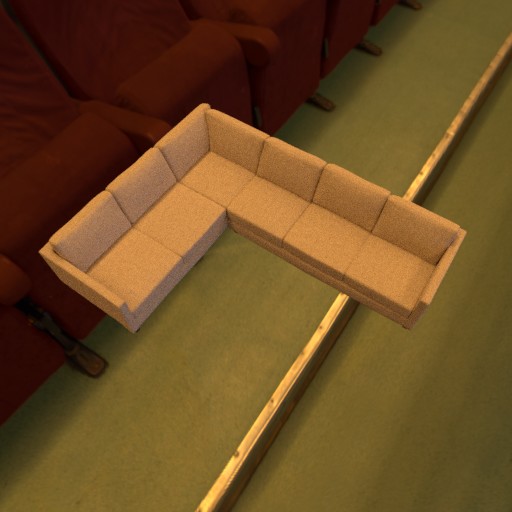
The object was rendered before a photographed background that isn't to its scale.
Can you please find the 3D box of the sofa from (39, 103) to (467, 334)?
[{"bbox_3d":[0.000,0.000,4.307,3.182,0.863,2.432,30,63,17],"label":"sofa"}]
